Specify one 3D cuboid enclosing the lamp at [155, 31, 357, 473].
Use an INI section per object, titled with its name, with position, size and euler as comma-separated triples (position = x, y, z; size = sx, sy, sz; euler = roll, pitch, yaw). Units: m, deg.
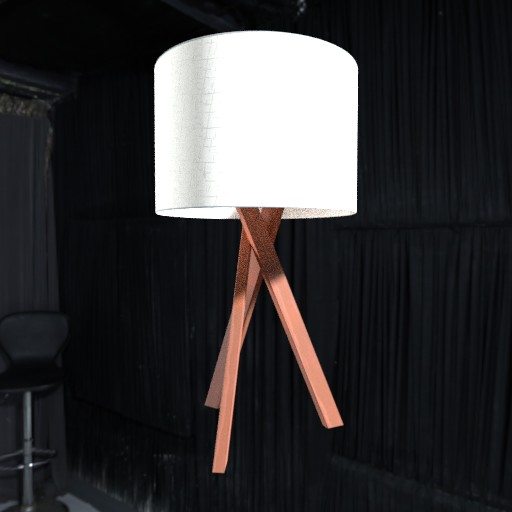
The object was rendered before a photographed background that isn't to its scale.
[lamp]
position = 0.000, 0.000, 0.863
size = 0.380, 0.686, 0.380
euler = 2, 3, 37
